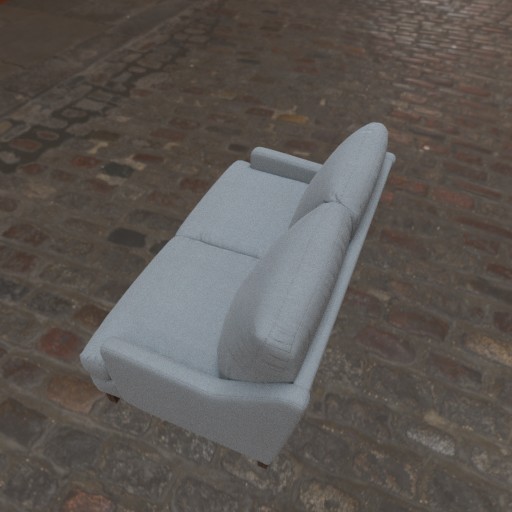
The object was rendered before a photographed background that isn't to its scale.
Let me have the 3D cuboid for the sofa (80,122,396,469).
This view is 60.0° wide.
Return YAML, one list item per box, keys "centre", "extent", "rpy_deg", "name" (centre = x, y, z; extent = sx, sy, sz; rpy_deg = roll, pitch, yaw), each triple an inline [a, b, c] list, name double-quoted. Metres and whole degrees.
- centre: [0.000, 0.000, 2.176]
  extent: [0.987, 0.921, 1.589]
  rpy_deg: [17, 48, 16]
  name: "sofa"
